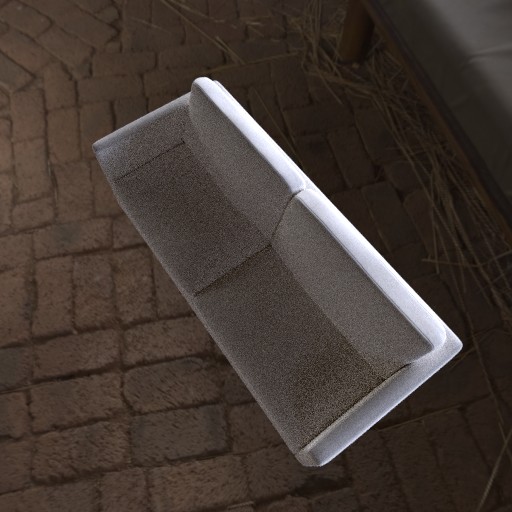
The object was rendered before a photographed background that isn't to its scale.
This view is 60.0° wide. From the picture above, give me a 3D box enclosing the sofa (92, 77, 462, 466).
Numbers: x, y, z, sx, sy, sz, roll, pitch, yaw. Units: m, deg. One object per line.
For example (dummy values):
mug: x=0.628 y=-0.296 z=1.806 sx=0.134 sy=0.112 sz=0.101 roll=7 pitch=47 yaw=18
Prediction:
sofa: x=0.000 y=0.000 z=2.578 sx=0.924 sy=0.933 sz=2.139 roll=-33 pitch=69 yaw=-14
